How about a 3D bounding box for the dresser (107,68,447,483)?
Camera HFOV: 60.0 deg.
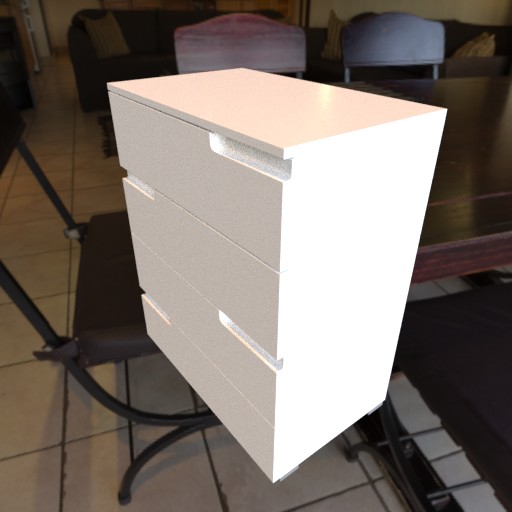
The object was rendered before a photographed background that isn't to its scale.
[{"bbox_3d":[0.000,0.000,1.146,0.400,0.800,0.650,-21,37,-32],"label":"dresser"}]
